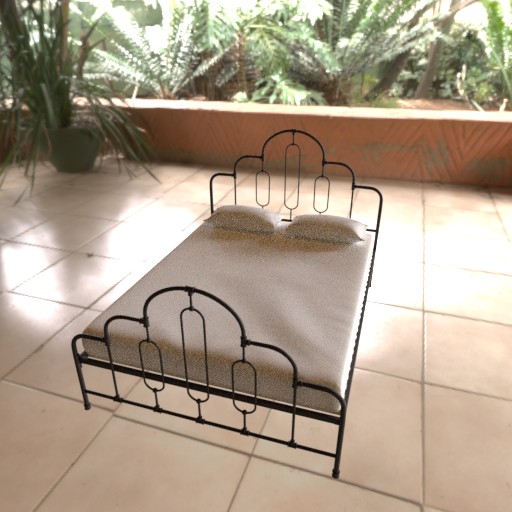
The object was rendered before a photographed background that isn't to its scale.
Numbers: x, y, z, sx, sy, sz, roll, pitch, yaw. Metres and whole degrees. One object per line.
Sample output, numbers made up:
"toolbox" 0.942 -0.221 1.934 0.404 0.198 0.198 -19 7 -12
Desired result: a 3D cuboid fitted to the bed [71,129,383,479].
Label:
"bed" 0.000 0.000 3.225 1.640 1.429 2.163 8 28 16
